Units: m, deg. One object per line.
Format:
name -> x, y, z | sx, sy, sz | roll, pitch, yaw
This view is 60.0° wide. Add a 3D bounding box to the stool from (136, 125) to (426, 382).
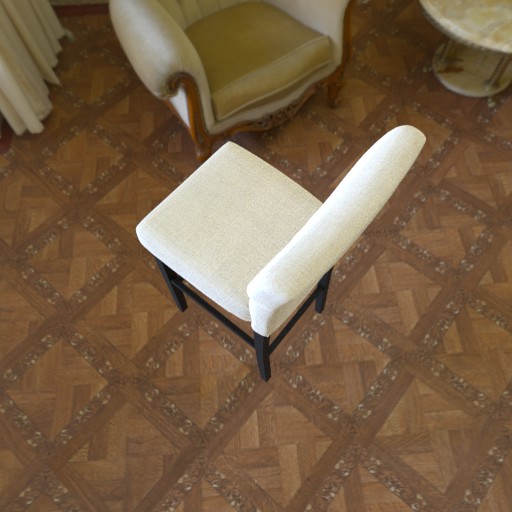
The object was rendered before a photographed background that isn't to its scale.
stool -> 0.000, 0.000, 1.455 | 0.603, 1.124, 0.516 | 36, 68, 17
